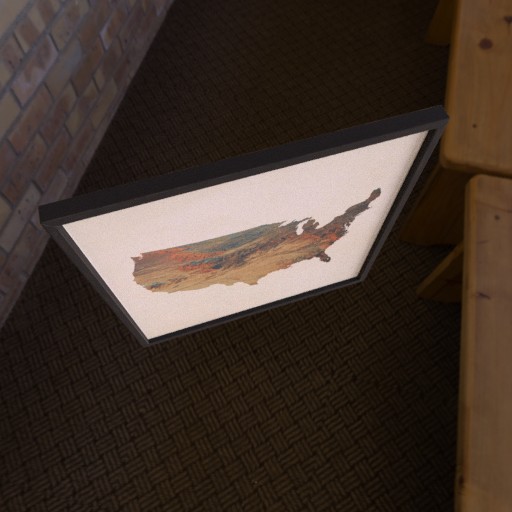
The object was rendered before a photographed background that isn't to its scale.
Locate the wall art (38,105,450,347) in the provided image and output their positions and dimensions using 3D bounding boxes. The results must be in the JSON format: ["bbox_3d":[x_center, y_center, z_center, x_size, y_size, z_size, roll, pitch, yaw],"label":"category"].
[{"bbox_3d":[0.000,0.000,0.451,0.304,0.303,0.015,-16,64,-8],"label":"wall art"}]
